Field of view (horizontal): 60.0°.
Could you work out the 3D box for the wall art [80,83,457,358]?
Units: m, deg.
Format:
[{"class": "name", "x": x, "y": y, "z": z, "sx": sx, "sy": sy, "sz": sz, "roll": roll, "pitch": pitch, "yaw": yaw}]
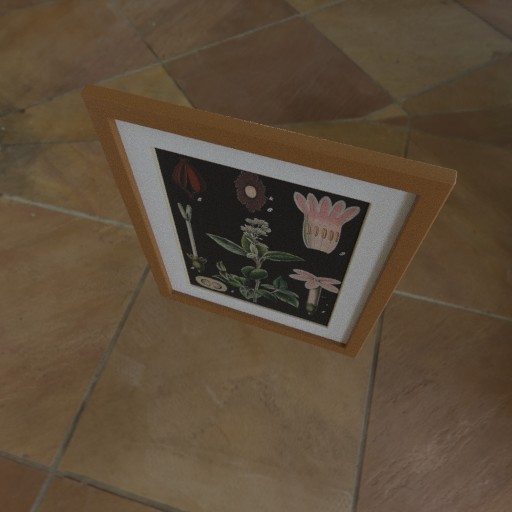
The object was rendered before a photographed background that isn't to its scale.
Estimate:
[{"class": "wall art", "x": 0.000, "y": 0.000, "z": 0.741, "sx": 0.449, "sy": 0.550, "sz": 0.021, "roll": 16, "pitch": 59, "yaw": 10}]
